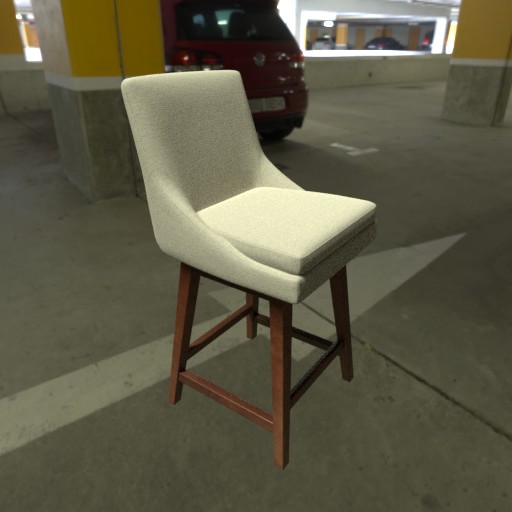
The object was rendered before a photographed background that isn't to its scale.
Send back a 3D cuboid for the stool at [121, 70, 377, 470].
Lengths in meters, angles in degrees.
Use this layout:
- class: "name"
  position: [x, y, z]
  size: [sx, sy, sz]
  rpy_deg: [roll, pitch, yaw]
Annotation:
- class: "stool"
  position: [0.000, 0.000, 1.313]
  size: [0.559, 0.991, 0.469]
  rpy_deg: [17, 31, 32]
